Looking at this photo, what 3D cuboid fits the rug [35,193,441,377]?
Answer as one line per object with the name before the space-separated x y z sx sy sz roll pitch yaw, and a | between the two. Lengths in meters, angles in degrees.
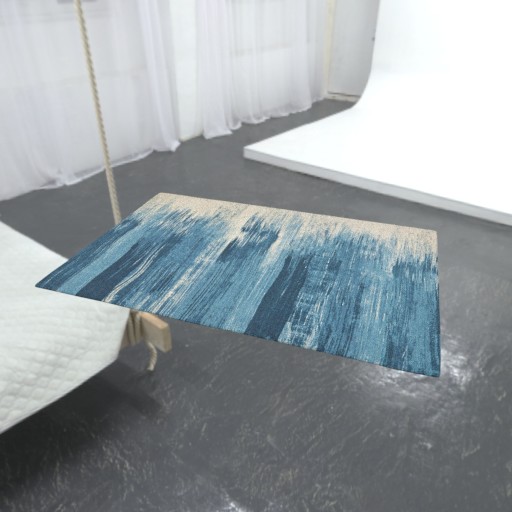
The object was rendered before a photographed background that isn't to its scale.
rug | 0.000 0.000 2.358 1.836 0.009 1.232 10 32 16
